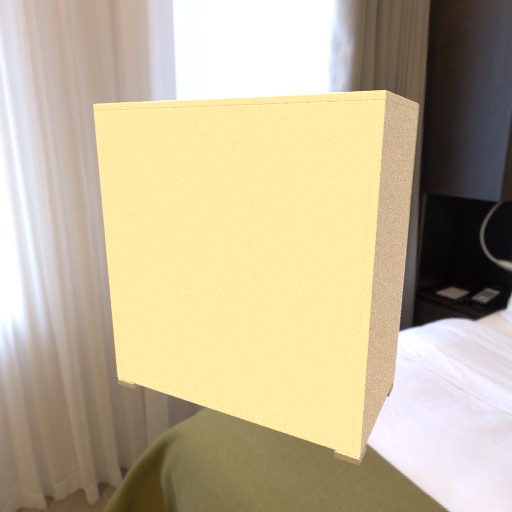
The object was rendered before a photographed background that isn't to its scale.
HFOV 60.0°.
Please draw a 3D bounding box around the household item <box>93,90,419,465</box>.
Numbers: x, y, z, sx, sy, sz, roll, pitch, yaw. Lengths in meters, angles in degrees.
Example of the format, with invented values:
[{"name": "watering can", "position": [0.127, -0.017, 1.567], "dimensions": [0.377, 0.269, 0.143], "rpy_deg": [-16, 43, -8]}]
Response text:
[{"name": "household item", "position": [0.000, 0.000, 1.339], "dimensions": [0.800, 0.870, 0.420], "rpy_deg": [8, 17, 27]}]
